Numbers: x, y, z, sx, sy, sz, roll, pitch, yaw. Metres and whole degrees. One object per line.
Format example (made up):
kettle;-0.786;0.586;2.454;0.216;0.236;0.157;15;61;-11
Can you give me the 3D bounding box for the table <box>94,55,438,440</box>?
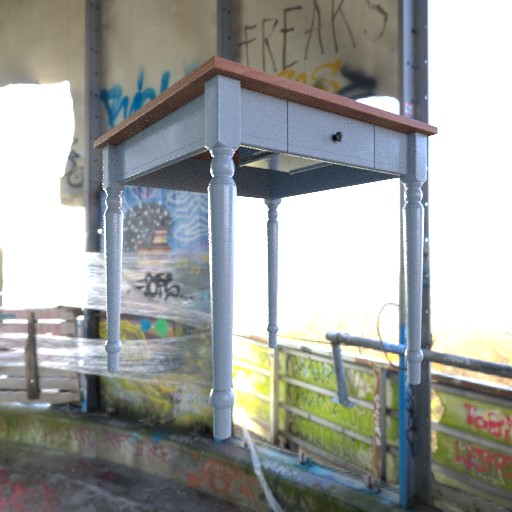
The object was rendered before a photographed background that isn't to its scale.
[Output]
table;0.000;0.000;1.344;0.747;0.738;0.747;0;-1;-37
